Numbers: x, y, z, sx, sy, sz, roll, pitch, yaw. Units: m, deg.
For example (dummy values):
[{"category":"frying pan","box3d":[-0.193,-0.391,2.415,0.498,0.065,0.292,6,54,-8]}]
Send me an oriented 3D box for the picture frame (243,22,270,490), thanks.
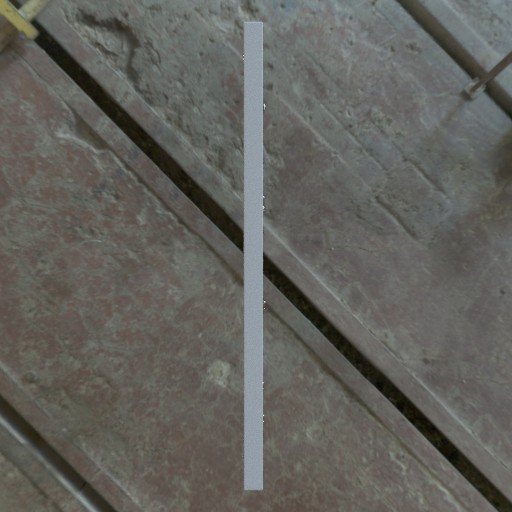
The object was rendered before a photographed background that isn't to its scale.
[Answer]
[{"category":"picture frame","box3d":[0.000,0.000,0.800,0.044,0.379,0.647,0,90,-1]}]
